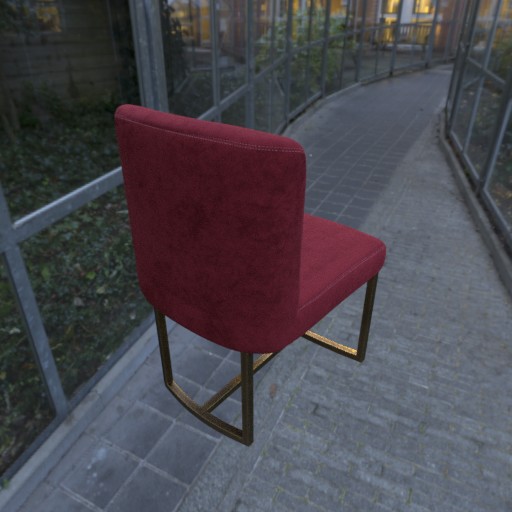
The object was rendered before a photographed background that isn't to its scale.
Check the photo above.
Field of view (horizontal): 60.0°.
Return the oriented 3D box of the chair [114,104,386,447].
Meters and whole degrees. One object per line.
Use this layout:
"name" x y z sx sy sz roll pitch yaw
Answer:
"chair" 0.000 0.000 1.206 0.530 0.824 0.560 22 37 34
